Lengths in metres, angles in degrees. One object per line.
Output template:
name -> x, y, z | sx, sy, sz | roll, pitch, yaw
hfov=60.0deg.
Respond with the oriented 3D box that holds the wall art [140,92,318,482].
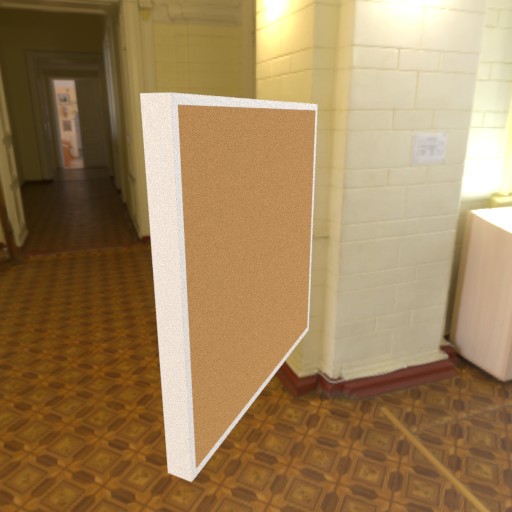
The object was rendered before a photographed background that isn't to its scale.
wall art -> 0.000, 0.000, 0.768 | 0.040, 0.509, 0.509 | 8, 19, 24
